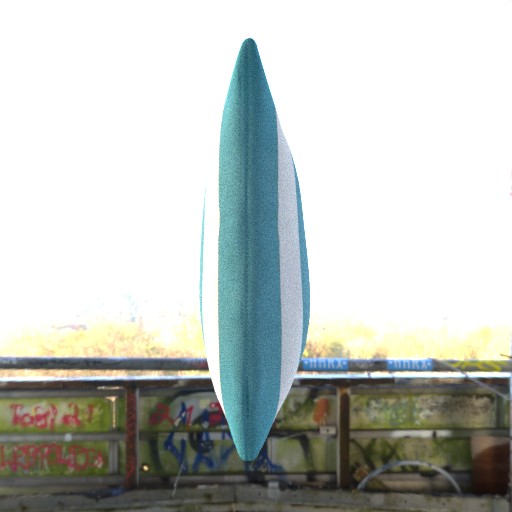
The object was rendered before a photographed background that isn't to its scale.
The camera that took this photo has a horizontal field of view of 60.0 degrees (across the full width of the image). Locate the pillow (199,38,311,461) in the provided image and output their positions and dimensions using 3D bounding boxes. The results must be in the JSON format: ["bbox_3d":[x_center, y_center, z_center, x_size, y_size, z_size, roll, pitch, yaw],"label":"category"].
[{"bbox_3d":[0.000,0.000,0.794,0.189,0.526,0.536,0,0,-1],"label":"pillow"}]
